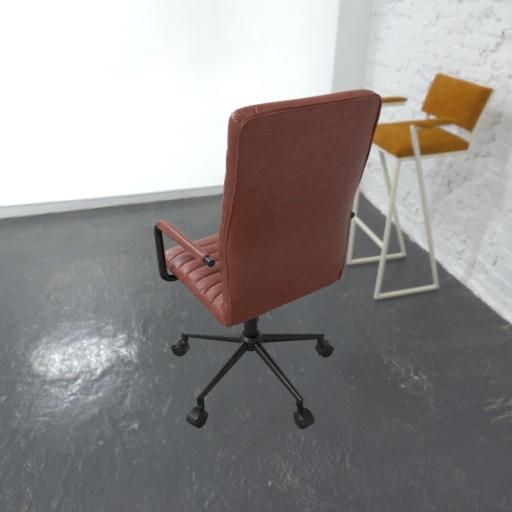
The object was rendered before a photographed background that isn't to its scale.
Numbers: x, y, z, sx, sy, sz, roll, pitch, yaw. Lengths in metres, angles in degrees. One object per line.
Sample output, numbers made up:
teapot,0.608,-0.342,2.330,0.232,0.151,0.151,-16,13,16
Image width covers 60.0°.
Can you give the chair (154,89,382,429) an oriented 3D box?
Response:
chair,0.000,0.000,1.330,0.608,0.979,0.580,-19,36,-29
